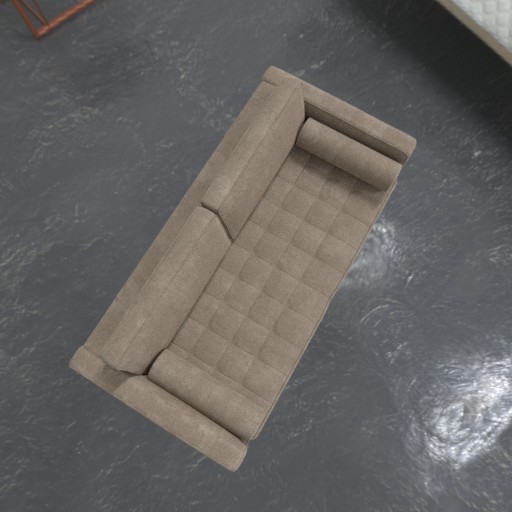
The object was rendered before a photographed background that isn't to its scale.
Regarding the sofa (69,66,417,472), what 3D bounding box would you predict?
[{"bbox_3d":[0.000,0.000,2.327,0.920,0.769,1.883,30,77,7],"label":"sofa"}]
